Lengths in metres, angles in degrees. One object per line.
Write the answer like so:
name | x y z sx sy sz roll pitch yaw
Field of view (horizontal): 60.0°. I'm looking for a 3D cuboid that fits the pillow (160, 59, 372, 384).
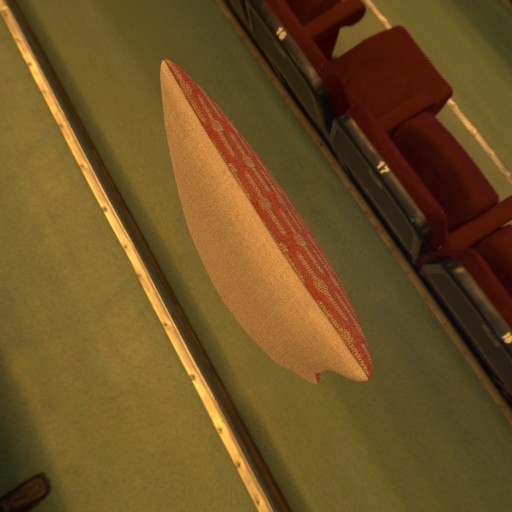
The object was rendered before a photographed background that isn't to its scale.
pillow | 0.000 0.000 0.797 0.182 0.503 0.511 -30 76 -8
